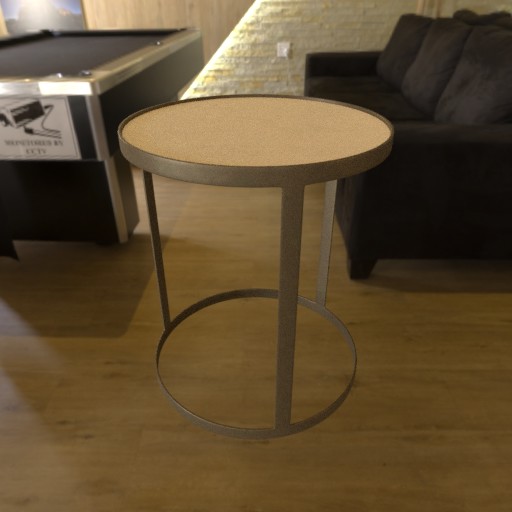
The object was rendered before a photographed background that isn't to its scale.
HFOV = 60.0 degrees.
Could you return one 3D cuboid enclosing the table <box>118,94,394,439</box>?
[{"bbox_3d":[0.000,0.000,0.941,0.480,0.565,0.480,0,31,0],"label":"table"}]
